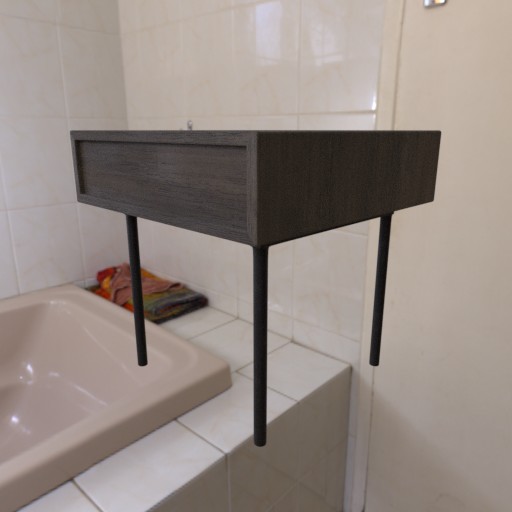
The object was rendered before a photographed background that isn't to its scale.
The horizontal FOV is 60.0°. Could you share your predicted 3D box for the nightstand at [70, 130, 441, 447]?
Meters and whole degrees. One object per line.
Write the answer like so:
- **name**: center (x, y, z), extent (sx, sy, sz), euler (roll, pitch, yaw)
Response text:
- **nightstand**: center (0.000, 0.000, 0.911), extent (0.502, 0.497, 0.503), euler (15, 22, 43)
